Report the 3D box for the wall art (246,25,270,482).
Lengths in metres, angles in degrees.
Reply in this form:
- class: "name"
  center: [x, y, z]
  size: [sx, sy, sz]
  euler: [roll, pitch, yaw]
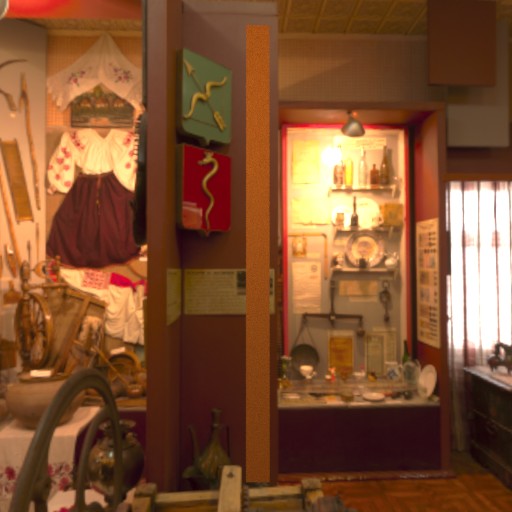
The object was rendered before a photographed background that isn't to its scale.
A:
- class: "wall art"
  center: [0.000, 0.000, 2.831]
  size: [0.099, 1.926, 1.926]
  euler: [0, -1, 0]
